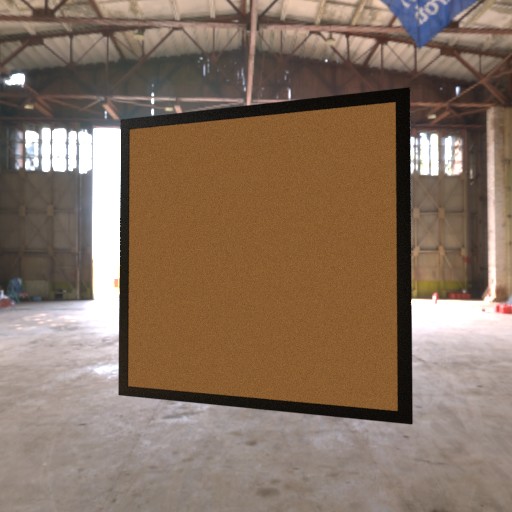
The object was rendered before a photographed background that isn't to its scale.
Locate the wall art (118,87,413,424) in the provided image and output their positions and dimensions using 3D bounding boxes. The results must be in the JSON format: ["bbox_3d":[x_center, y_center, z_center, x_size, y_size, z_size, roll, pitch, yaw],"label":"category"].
[{"bbox_3d":[0.000,0.000,0.454,0.299,0.299,0.037,0,-1,17],"label":"wall art"}]
